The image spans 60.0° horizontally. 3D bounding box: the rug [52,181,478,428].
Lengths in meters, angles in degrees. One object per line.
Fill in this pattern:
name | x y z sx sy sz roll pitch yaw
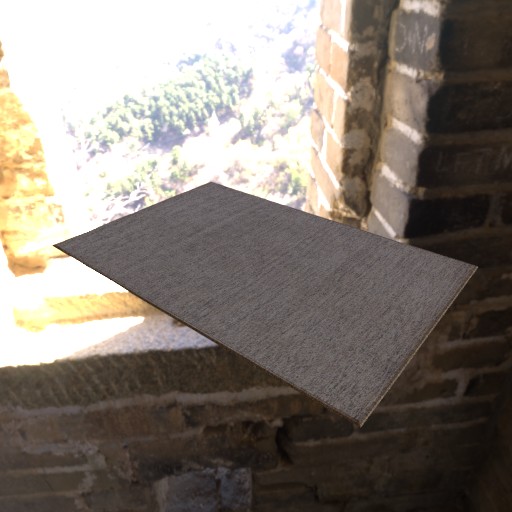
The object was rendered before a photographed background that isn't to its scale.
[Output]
rug | 0.000 0.000 2.269 1.822 0.018 1.211 23 37 33
